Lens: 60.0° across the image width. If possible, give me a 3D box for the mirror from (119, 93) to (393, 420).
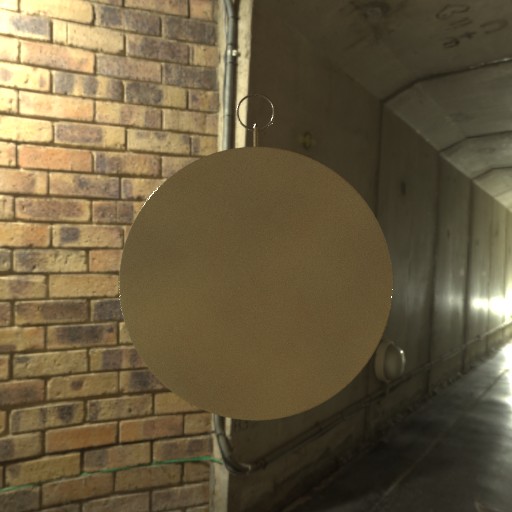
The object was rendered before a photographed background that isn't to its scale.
[{"bbox_3d":[0.000,0.000,0.971,0.594,0.713,0.020,0,0,0],"label":"mirror"}]
